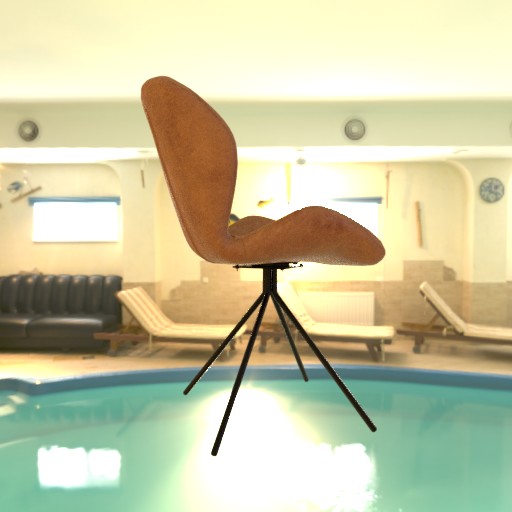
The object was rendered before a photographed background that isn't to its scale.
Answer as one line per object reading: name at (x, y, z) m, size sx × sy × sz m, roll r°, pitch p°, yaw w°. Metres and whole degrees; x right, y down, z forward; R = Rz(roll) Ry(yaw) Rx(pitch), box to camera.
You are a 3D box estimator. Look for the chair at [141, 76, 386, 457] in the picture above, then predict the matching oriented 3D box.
chair at (0.000, 0.000, 1.288) m, size 0.640 × 0.929 × 0.527 m, roll -1°, pitch 2°, yaw -18°
